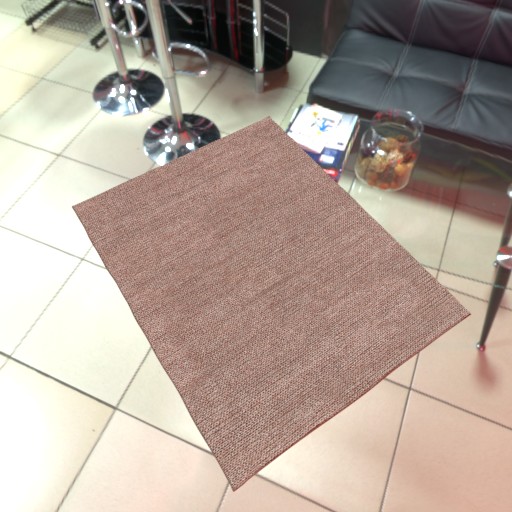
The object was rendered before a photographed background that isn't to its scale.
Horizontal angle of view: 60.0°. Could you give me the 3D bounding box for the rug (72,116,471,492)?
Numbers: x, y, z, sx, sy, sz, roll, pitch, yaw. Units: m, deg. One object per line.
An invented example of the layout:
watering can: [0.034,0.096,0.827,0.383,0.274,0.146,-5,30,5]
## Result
rug: [0.000,0.000,4.122,2.429,0.030,3.052,-30,62,-17]
